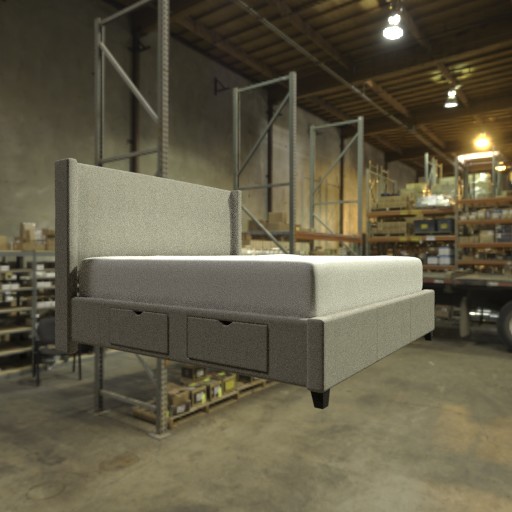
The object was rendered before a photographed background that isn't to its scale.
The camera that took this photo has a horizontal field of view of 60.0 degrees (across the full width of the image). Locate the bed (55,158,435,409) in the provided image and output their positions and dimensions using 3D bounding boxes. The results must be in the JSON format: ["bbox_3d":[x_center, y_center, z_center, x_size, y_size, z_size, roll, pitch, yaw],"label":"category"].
[{"bbox_3d":[0.000,0.000,3.611,2.280,1.470,2.140,0,0,35],"label":"bed"}]
